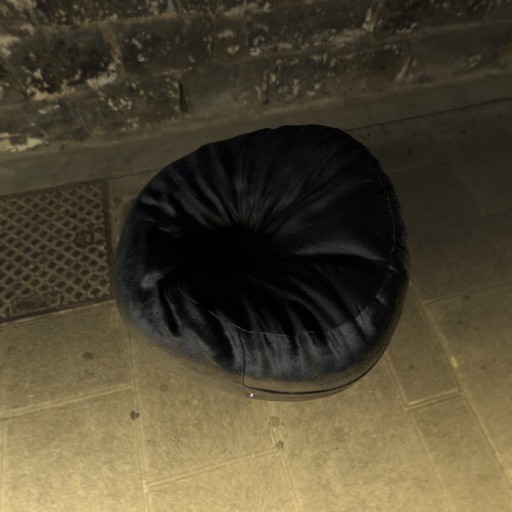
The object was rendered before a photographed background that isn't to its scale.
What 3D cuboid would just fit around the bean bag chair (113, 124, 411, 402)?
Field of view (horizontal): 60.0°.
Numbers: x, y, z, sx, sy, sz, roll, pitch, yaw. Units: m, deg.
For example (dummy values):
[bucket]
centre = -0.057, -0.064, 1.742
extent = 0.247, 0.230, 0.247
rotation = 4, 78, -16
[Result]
[bean bag chair]
centre = 0.000, 0.000, 2.407
extent = 1.524, 0.878, 1.524
rotation = 0, 59, 0
